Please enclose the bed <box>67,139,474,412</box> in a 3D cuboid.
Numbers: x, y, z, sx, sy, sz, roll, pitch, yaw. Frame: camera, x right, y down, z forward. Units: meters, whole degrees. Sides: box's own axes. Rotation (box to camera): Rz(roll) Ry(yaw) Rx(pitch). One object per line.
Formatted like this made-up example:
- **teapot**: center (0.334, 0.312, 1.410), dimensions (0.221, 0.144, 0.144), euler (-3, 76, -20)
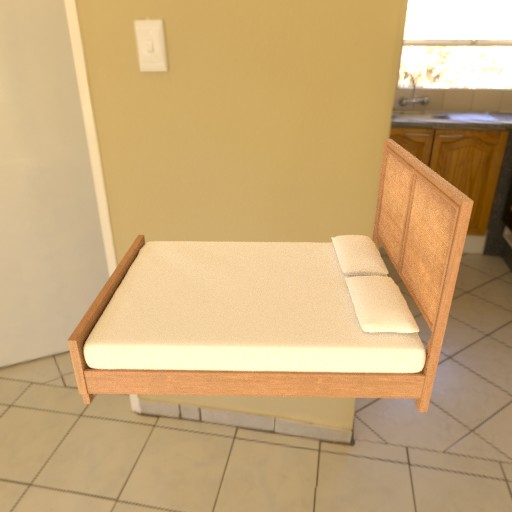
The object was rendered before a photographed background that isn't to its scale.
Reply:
- **bed**: center (0.000, 0.000, 3.232), dimensions (2.184, 1.387, 1.606), euler (1, 25, 1)
